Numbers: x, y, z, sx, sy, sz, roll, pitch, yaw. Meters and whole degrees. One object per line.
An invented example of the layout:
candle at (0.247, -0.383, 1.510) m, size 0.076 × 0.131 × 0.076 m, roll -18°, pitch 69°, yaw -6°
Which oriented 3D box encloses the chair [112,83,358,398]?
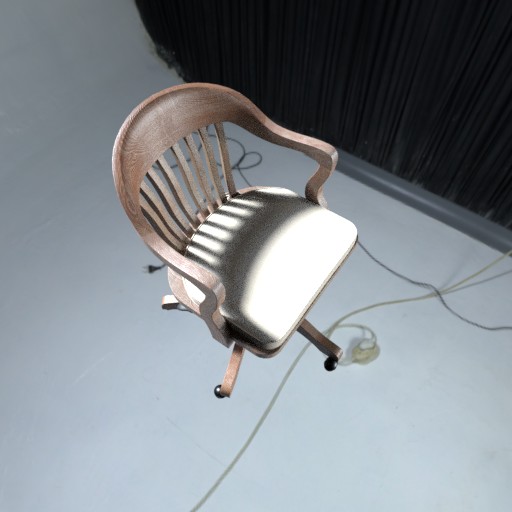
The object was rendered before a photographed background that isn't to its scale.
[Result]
chair at (0.000, 0.000, 1.484) m, size 0.788 × 0.878 × 0.750 m, roll 31°, pitch 63°, yaw 18°
